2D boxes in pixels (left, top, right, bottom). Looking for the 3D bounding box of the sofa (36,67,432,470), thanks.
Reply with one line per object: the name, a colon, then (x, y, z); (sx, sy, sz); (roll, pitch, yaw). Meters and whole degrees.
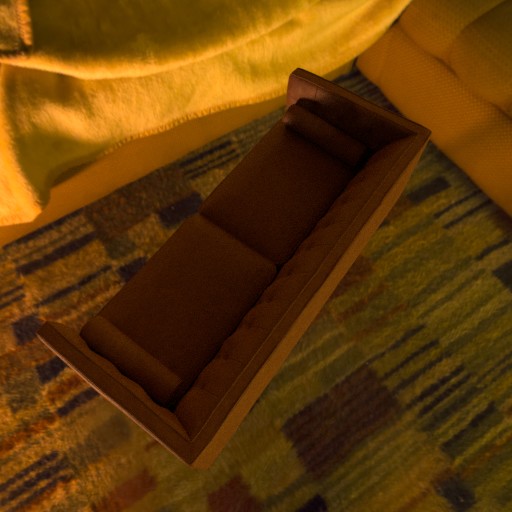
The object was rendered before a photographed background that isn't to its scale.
sofa: (0.000, 0.000, 2.502); (0.912, 0.798, 2.079); (33, 68, 16)
